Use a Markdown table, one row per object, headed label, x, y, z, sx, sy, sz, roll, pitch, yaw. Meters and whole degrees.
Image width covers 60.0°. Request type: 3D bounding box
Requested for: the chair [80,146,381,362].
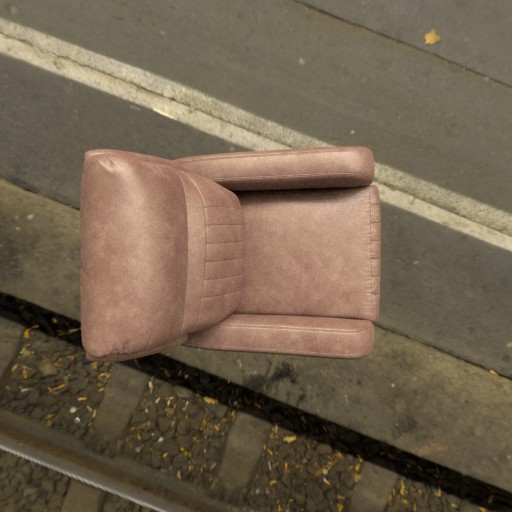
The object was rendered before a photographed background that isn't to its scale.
| label | x | y | z | sx | sy | sz | roll | pitch | yaw |
| --- | --- | --- | --- | --- | --- | --- | --- | --- | --- |
| chair | 0.000 | 0.000 | 1.798 | 1.067 | 1.067 | 0.865 | 0 | 91 | 1 |
